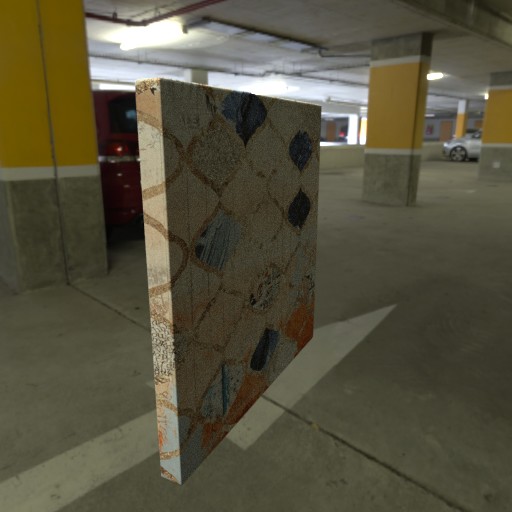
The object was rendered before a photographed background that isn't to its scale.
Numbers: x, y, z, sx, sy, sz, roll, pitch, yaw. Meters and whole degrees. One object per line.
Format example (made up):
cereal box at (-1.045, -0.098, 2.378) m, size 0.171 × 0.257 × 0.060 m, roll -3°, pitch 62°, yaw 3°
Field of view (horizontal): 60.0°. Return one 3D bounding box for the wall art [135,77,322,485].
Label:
wall art at (0.000, 0.000, 0.745) m, size 0.038 × 0.508 × 0.507 m, roll 8°, pitch 17°, yaw 26°
